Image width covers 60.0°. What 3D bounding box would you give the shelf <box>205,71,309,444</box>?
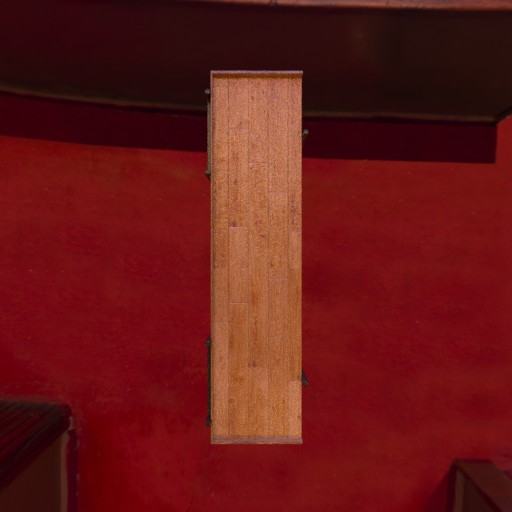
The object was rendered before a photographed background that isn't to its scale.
[{"bbox_3d":[0.000,0.000,2.528,0.379,1.826,1.371,0,91,0],"label":"shelf"}]
